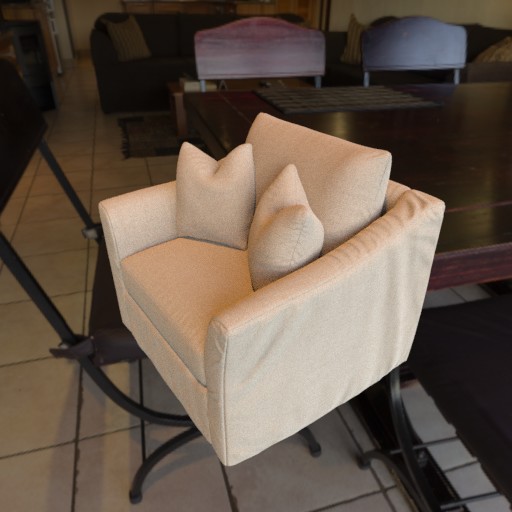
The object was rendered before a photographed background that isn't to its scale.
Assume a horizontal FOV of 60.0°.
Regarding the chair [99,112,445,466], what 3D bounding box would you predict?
[{"bbox_3d":[0.000,0.000,2.086,1.071,1.093,1.194,-20,36,-30],"label":"chair"}]
